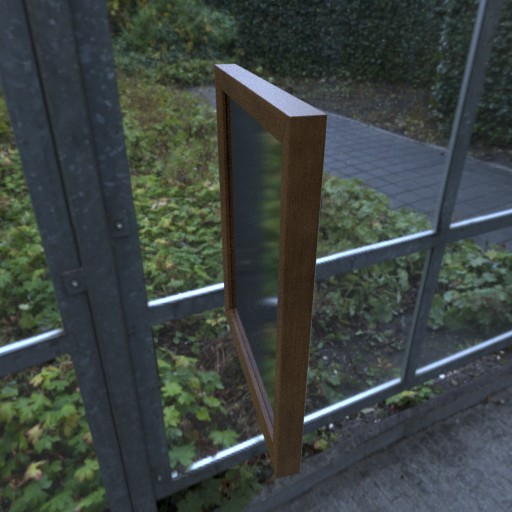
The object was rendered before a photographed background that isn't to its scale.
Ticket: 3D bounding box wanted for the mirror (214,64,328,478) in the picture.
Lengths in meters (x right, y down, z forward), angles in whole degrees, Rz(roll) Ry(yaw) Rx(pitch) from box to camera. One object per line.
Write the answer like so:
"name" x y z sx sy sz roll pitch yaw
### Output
"mirror" 0.000 0.000 0.688 0.041 0.508 0.405 -7 30 -12
